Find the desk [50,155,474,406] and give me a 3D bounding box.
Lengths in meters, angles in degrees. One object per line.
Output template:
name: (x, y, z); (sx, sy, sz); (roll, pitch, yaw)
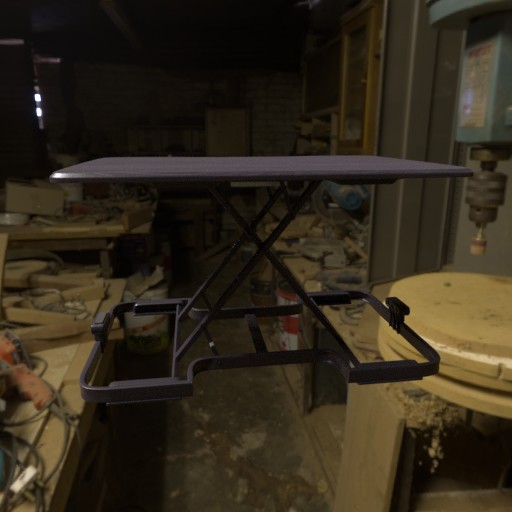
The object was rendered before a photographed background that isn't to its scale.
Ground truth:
desk: (0.000, 0.000, 1.127); (0.820, 0.470, 0.546); (-2, 16, -8)
